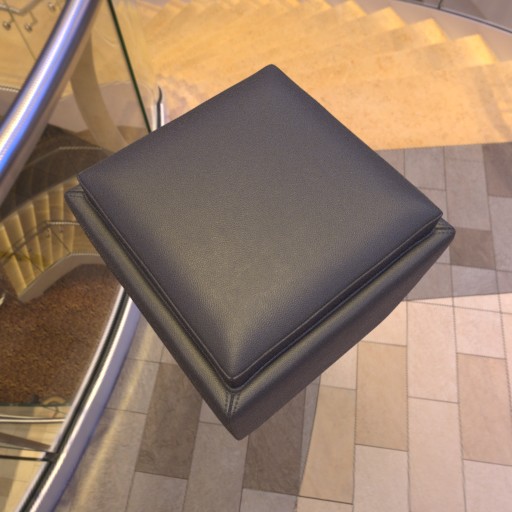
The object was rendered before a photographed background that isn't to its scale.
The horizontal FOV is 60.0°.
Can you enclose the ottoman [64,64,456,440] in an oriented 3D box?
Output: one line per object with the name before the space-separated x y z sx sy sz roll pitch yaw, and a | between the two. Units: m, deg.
ottoman | 0.000 0.000 0.818 0.450 0.460 0.451 -36 69 -16
